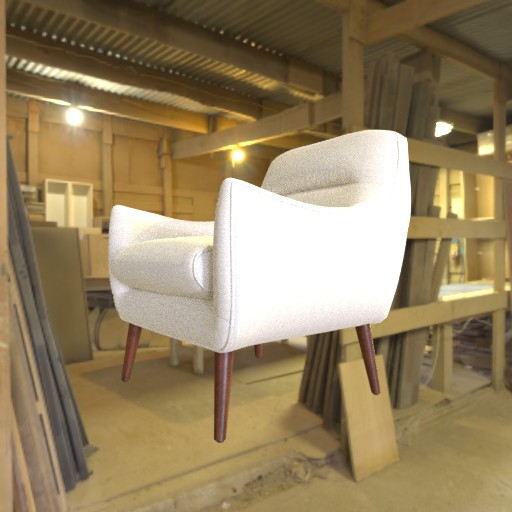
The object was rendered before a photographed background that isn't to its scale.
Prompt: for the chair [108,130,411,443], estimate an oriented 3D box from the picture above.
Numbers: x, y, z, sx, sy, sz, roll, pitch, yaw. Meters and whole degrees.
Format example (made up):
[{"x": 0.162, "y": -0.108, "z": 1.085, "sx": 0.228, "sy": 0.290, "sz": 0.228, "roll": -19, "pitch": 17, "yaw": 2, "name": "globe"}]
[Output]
[{"x": 0.000, "y": 0.000, "z": 1.437, "sx": 0.787, "sy": 0.838, "sz": 0.762, "roll": 0, "pitch": 1, "yaw": -37, "name": "chair"}]
